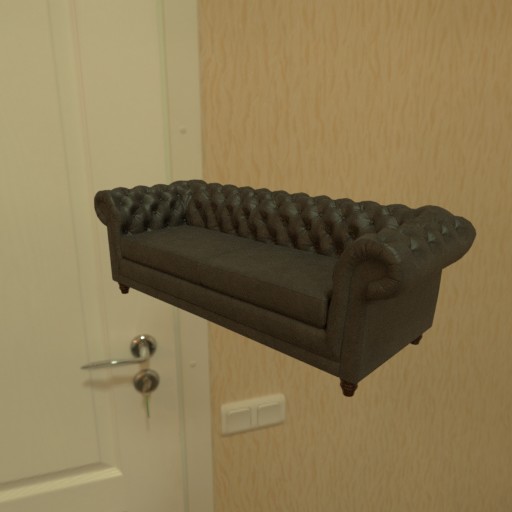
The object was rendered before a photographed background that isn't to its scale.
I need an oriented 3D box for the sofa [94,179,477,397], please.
[{"bbox_3d":[0.000,0.000,2.823,2.385,0.783,0.944,14,21,41],"label":"sofa"}]
